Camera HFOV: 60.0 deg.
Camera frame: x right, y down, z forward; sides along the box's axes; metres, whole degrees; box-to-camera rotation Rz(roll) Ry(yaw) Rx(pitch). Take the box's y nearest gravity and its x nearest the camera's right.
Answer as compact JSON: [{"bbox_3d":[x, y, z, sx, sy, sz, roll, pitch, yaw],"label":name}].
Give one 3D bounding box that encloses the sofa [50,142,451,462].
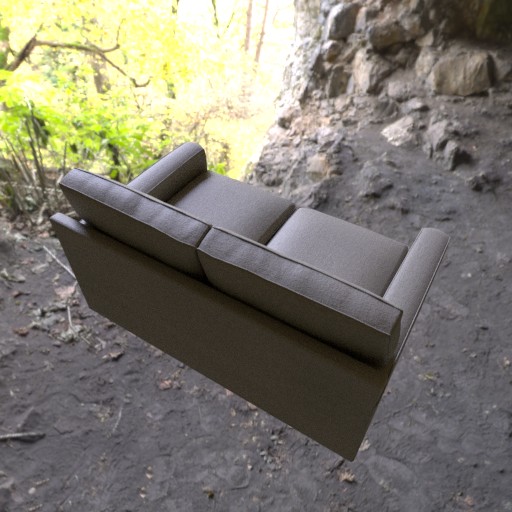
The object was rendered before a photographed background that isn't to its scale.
[{"bbox_3d":[0.000,0.000,2.045,1.484,0.853,0.940,24,51,21],"label":"sofa"}]
